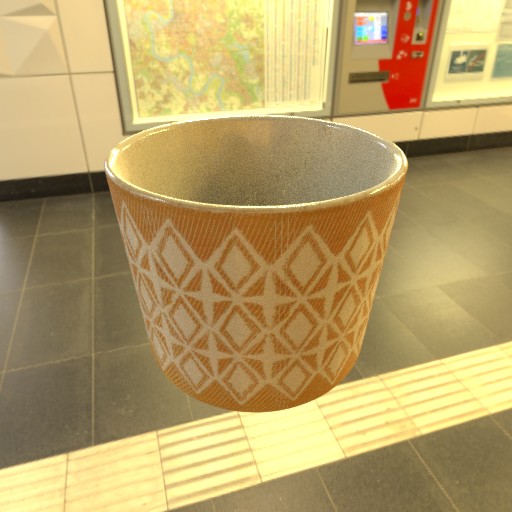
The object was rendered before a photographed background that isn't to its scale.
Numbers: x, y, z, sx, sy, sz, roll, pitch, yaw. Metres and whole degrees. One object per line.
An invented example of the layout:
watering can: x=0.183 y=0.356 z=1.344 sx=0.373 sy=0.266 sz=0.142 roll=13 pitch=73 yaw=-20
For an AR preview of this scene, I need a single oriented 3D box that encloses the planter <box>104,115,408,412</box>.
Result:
planter: x=0.000 y=0.000 z=0.334 sx=0.193 sy=0.165 sz=0.193 roll=0 pitch=31 yaw=0
